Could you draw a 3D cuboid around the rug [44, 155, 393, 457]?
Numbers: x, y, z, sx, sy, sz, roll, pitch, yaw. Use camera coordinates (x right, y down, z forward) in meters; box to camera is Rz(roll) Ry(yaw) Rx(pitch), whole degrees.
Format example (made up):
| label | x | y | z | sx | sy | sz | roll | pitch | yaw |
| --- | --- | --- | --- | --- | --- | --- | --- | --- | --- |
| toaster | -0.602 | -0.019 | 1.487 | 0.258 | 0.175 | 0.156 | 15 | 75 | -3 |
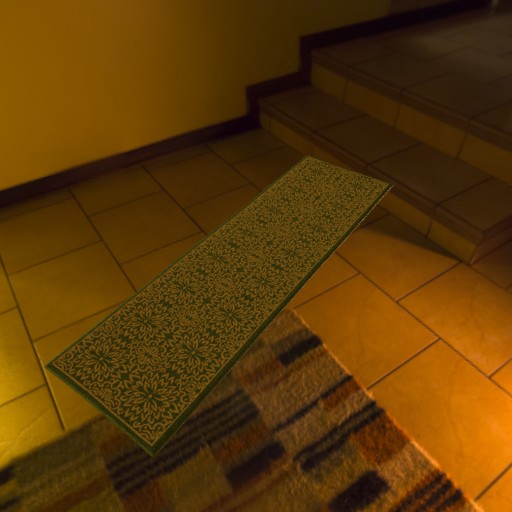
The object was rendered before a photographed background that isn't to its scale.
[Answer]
| label | x | y | z | sx | sy | sz | roll | pitch | yaw |
| --- | --- | --- | --- | --- | --- | --- | --- | --- | --- |
| rug | 0.000 | 0.000 | 2.411 | 0.662 | 0.011 | 2.196 | 26 | 48 | 25 |
